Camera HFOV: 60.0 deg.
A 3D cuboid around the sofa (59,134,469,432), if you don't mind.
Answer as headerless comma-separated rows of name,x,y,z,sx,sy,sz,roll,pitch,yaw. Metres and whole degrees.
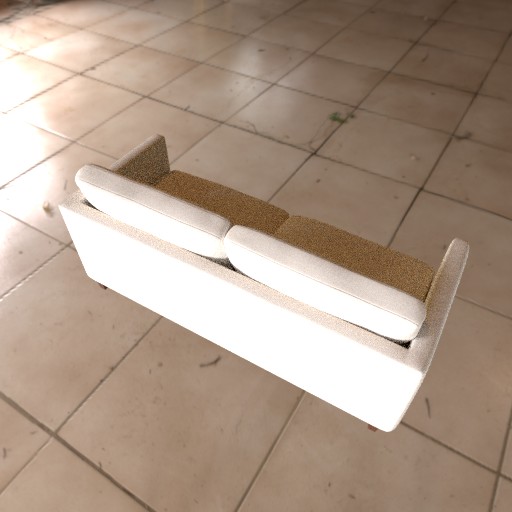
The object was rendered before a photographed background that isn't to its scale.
sofa,0.000,0.000,2.623,2.139,0.933,0.924,23,51,20
